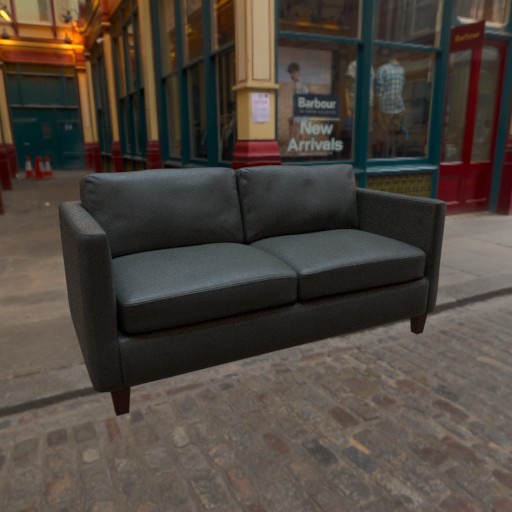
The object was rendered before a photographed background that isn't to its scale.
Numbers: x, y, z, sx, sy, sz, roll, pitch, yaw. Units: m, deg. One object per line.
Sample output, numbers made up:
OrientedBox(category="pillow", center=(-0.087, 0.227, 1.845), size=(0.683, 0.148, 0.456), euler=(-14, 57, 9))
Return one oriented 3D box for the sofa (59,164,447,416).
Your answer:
OrientedBox(category="sofa", center=(0.000, 0.000, 2.422), size=(1.883, 0.933, 0.951), euler=(-8, 17, -26))
